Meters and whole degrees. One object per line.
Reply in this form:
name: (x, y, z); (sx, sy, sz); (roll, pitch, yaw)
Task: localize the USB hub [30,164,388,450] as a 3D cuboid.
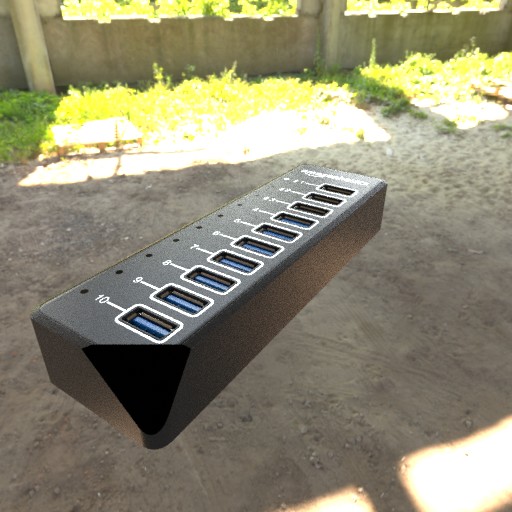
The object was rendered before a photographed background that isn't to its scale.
USB hub: (0.000, 0.000, 0.158); (0.044, 0.023, 0.145); (19, 35, 29)
